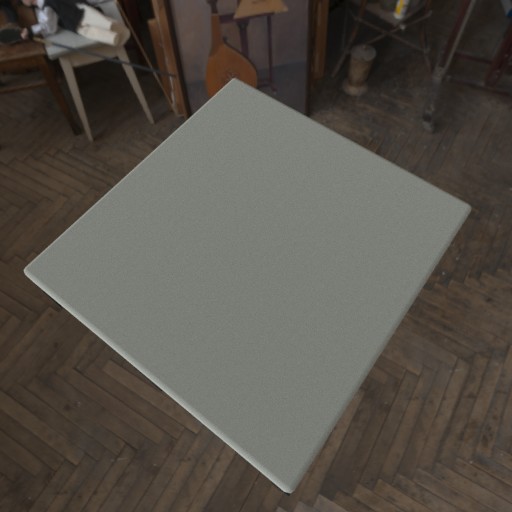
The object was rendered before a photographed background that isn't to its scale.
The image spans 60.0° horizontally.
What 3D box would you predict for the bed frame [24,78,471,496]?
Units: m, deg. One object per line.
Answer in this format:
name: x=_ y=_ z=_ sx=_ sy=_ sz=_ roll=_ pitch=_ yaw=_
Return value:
bed frame: x=0.000 y=0.000 z=3.785 sx=2.526 sy=0.680 sz=2.635 roll=34 pitch=68 yaw=16
